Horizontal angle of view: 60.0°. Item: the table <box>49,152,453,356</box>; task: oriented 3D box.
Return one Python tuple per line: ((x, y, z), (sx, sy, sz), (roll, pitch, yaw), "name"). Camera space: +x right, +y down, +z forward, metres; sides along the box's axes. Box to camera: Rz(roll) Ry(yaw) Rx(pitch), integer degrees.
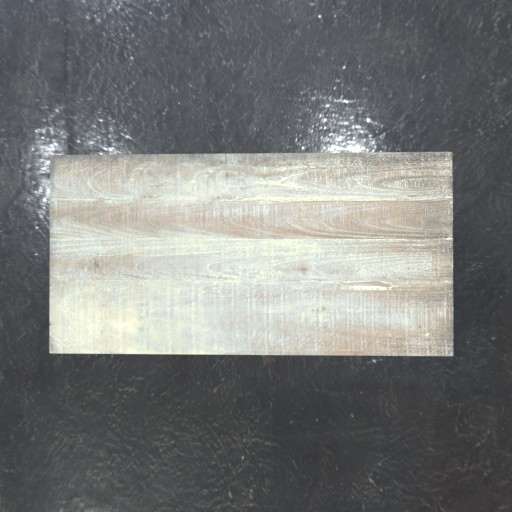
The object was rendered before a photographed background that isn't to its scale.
((0.000, 0.000, 1.007), (0.599, 0.701, 0.300), (0, 90, 2), "table")
